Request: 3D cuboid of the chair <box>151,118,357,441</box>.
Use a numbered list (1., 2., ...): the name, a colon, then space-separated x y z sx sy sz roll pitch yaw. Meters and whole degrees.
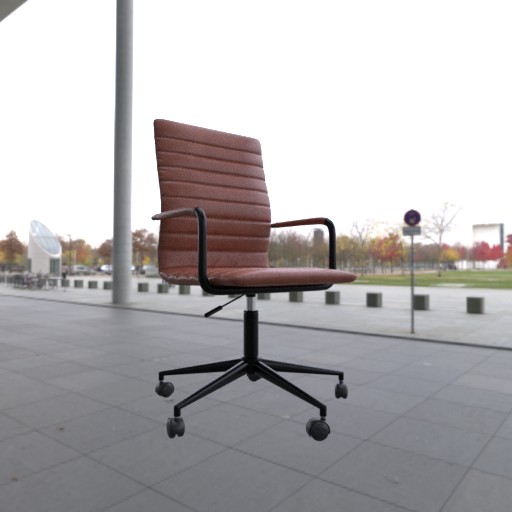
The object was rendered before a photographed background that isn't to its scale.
1. chair: 0.000 0.000 1.282 0.600 0.878 0.578 1 -1 -36
